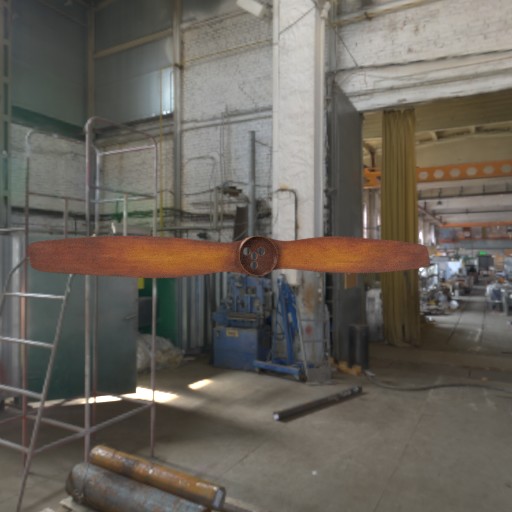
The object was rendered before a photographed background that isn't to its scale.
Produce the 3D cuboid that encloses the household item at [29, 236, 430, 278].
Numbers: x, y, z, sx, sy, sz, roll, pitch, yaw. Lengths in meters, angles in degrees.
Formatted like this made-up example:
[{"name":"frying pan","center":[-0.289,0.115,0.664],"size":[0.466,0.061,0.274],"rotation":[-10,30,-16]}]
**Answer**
[{"name":"household item","center":[0.000,0.000,1.275],"size":[1.181,0.121,0.051],"rotation":[0,-1,-17]}]
